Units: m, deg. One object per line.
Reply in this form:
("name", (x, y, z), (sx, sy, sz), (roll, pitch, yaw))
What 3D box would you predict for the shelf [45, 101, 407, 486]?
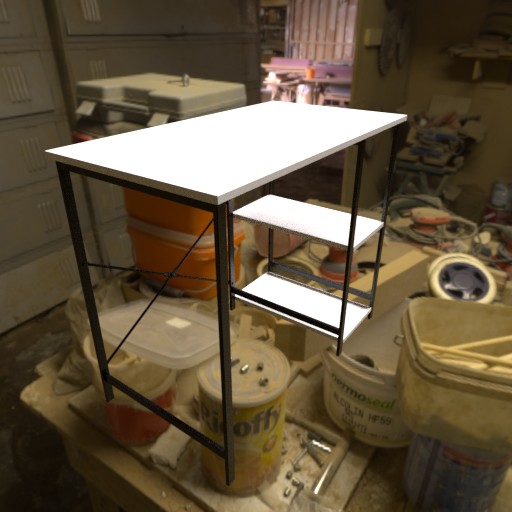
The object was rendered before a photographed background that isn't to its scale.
("shelf", (0.000, 0.000, 1.343), (0.498, 0.750, 0.902), (18, 33, 31))
